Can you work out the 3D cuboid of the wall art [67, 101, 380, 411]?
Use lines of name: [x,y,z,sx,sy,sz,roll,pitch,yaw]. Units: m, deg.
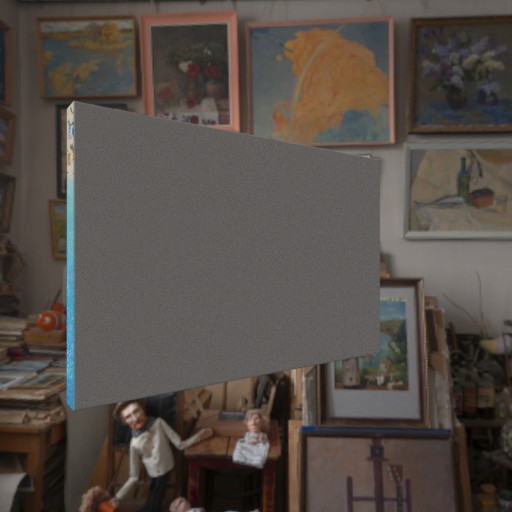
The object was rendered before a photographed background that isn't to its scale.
wall art: [0.000,0.000,0.769,0.609,0.406,0.039,0,0,-35]
